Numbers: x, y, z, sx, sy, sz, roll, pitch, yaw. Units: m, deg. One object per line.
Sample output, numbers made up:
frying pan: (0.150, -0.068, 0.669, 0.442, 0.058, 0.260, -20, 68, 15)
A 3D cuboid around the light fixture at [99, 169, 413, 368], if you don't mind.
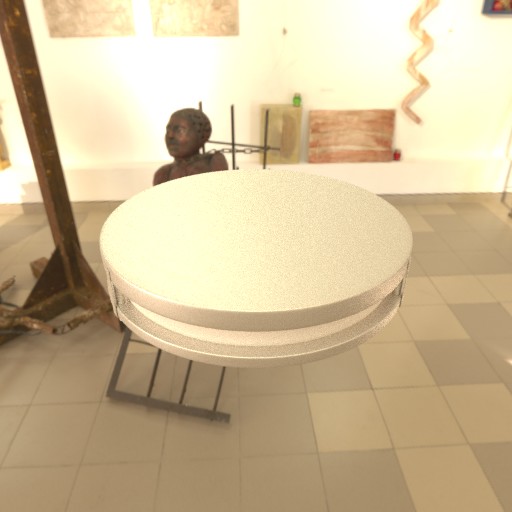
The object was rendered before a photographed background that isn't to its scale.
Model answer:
light fixture: (0.000, 0.000, 0.549, 0.356, 0.102, 0.356, 0, 30, 0)
